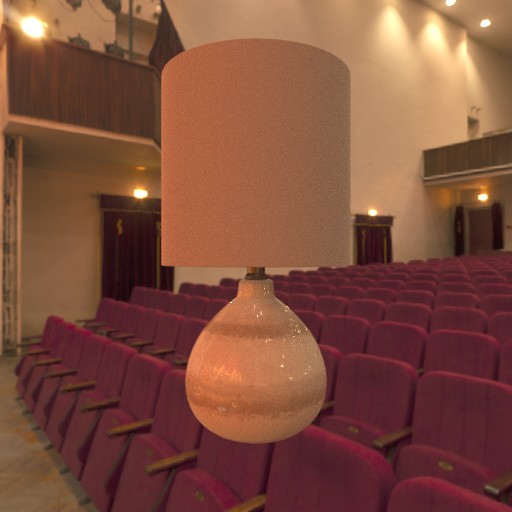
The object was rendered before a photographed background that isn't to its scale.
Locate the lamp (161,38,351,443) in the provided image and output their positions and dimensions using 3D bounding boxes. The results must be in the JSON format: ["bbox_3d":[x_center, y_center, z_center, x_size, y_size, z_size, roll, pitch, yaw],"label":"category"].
[{"bbox_3d":[0.000,0.000,0.519,0.217,0.404,0.217,0,0,-36],"label":"lamp"}]
